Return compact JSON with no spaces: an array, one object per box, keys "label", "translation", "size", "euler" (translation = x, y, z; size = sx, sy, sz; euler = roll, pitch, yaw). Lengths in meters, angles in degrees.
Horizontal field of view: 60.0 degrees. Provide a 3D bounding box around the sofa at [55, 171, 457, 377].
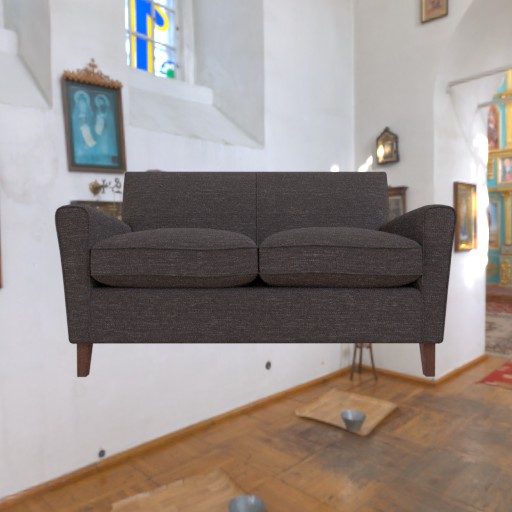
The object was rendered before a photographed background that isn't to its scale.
[{"label":"sofa","translation":[0.000,0.000,2.054],"size":[1.509,0.905,0.867],"euler":[0,1,0]}]
